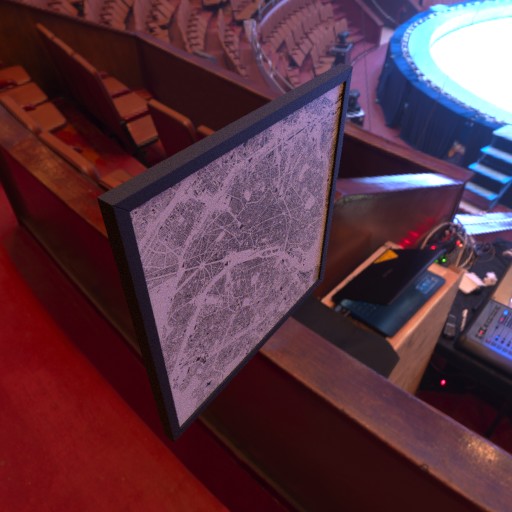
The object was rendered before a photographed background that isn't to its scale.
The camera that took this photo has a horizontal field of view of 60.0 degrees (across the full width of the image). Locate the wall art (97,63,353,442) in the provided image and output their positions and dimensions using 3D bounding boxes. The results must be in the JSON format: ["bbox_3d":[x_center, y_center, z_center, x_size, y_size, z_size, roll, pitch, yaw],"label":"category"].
[{"bbox_3d":[0.000,0.000,1.154,0.037,0.763,0.763,27,48,27],"label":"wall art"}]
